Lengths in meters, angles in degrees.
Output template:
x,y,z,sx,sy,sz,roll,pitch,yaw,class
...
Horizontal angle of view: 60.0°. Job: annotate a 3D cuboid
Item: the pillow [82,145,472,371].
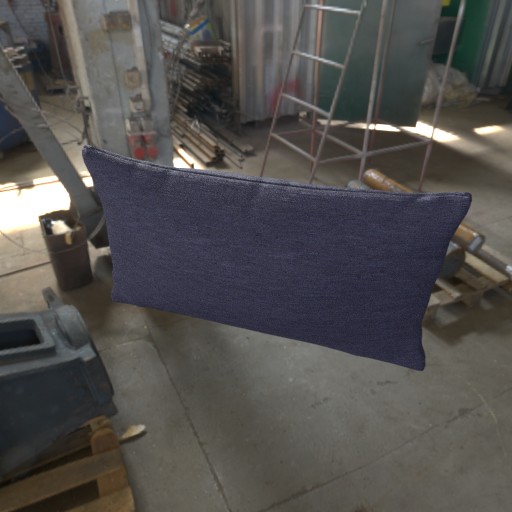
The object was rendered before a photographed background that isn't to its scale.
x,y,z,sx,sy,sz,roll,pitch,yaw,class
0.000,0.000,0.783,0.633,0.338,0.210,10,35,15,pillow
